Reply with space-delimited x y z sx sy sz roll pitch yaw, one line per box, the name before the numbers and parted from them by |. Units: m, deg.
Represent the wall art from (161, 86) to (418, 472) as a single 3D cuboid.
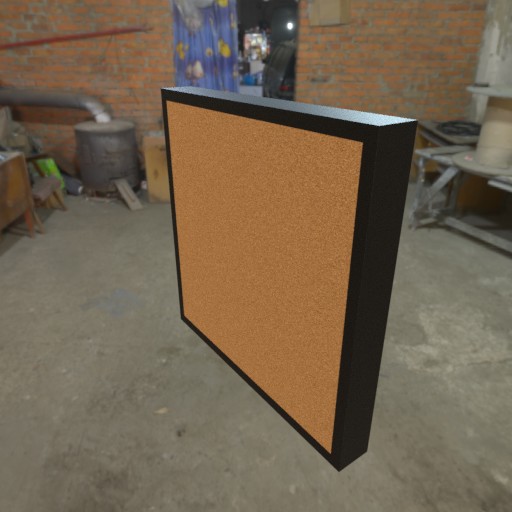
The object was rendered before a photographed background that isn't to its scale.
wall art | 0.000 0.000 0.454 0.038 0.304 0.305 -18 31 -32
